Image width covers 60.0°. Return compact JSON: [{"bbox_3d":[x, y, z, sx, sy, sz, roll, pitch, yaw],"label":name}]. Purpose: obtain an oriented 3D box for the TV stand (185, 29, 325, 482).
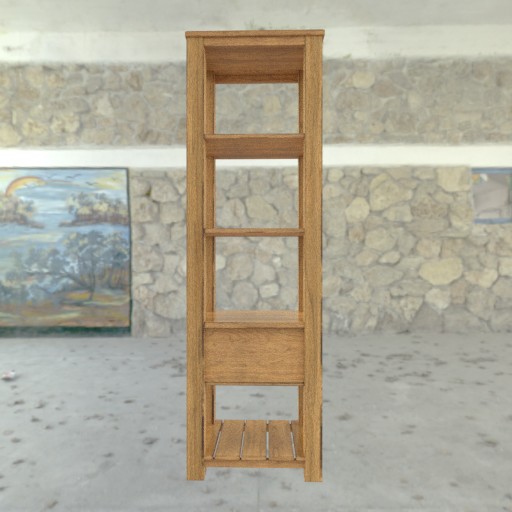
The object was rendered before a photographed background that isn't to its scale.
[{"bbox_3d":[0.000,0.000,2.007,0.565,1.828,0.435,0,0,1],"label":"TV stand"}]
